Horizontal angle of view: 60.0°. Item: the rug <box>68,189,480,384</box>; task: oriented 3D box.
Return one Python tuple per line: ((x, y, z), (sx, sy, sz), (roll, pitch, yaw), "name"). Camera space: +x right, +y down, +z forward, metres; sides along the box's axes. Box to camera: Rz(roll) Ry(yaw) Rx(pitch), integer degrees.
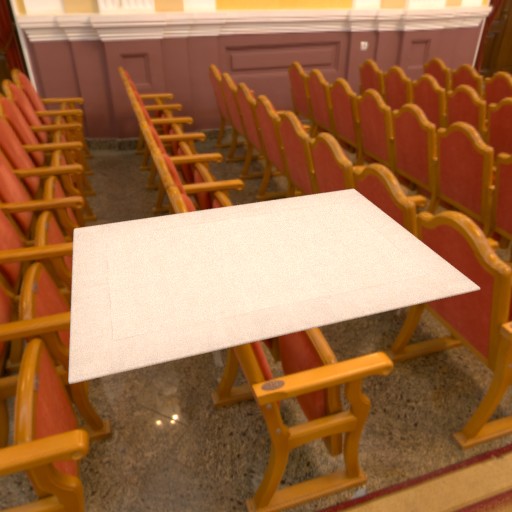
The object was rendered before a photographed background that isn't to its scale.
((0.000, 0.000, 2.331), (1.829, 0.013, 1.219), (-10, 34, -15), "rug")
